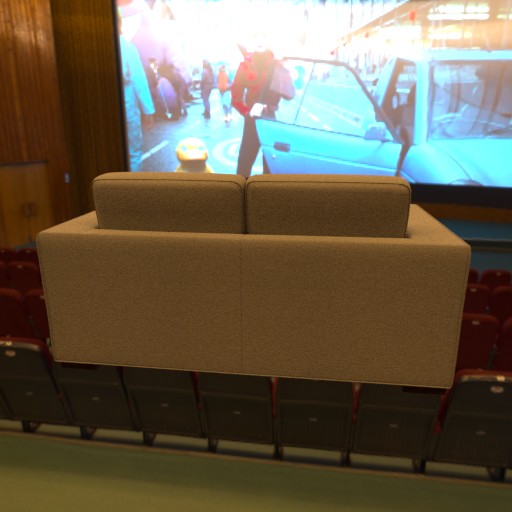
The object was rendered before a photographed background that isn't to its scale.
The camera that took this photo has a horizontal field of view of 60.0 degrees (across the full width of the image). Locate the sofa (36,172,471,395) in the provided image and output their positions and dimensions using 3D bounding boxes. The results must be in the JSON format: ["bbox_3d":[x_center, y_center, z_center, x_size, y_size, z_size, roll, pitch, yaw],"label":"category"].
[{"bbox_3d":[0.000,0.000,2.356,1.812,0.924,1.007,2,16,7],"label":"sofa"}]
